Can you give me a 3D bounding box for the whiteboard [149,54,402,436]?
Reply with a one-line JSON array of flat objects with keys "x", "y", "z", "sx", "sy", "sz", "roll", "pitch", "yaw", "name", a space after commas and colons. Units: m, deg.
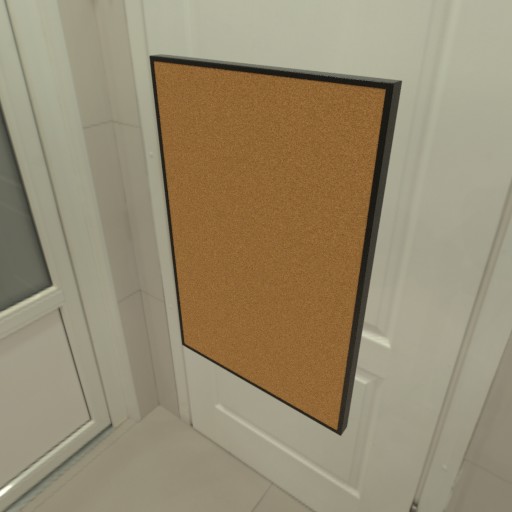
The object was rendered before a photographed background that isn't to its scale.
[{"x": 0.000, "y": 0.000, "z": 0.766, "sx": 0.406, "sy": 0.611, "sz": 0.026, "roll": 21, "pitch": 37, "yaw": 31, "name": "whiteboard"}]
